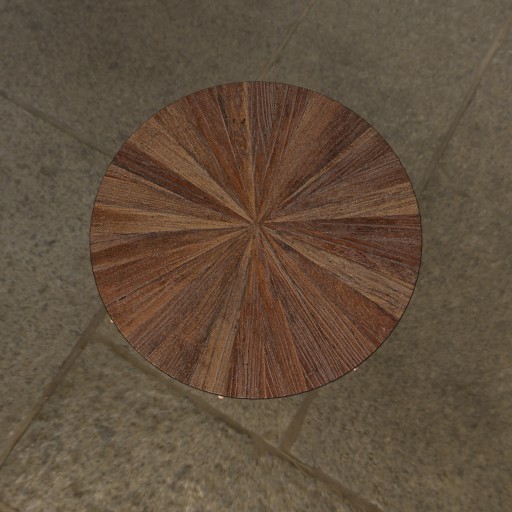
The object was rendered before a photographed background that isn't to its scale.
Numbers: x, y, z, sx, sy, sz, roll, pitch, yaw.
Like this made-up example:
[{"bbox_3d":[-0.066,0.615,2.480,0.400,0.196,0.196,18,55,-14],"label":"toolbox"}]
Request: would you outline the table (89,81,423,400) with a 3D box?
[{"bbox_3d":[0.000,0.000,1.497,0.885,0.658,0.885,0,76,0],"label":"table"}]
